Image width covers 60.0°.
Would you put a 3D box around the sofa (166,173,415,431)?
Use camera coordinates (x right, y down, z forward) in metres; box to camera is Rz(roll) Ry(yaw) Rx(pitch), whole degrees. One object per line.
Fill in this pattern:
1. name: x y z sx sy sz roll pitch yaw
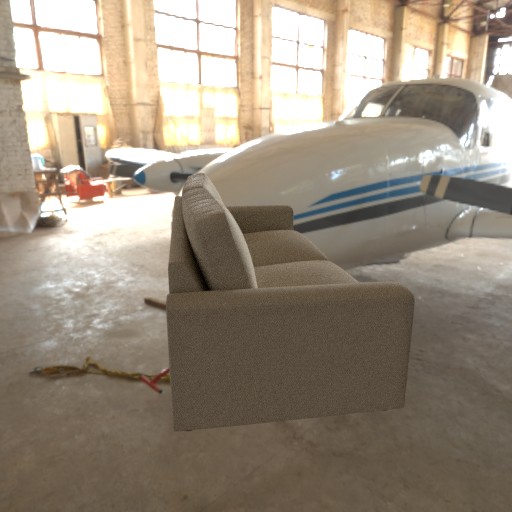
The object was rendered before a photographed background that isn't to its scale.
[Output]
1. sofa: 0.000 0.000 2.742 1.016 0.873 2.179 -3 16 -9
